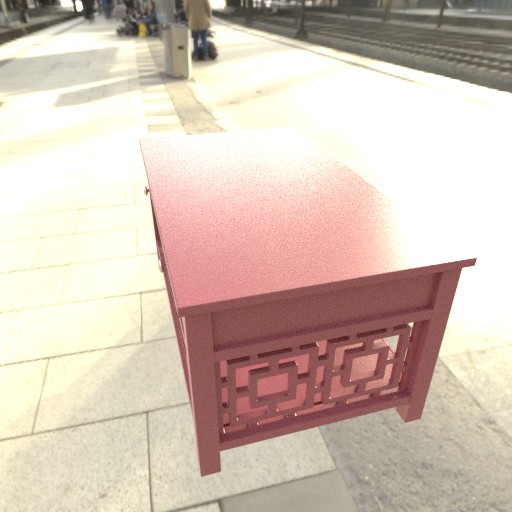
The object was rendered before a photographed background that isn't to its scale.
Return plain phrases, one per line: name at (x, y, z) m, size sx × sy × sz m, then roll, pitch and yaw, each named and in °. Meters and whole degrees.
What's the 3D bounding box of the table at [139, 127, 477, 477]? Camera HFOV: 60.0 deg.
table at (0.000, 0.000, 1.379) m, size 0.612 × 0.493 × 1.068 m, roll -8°, pitch 31°, yaw -14°
